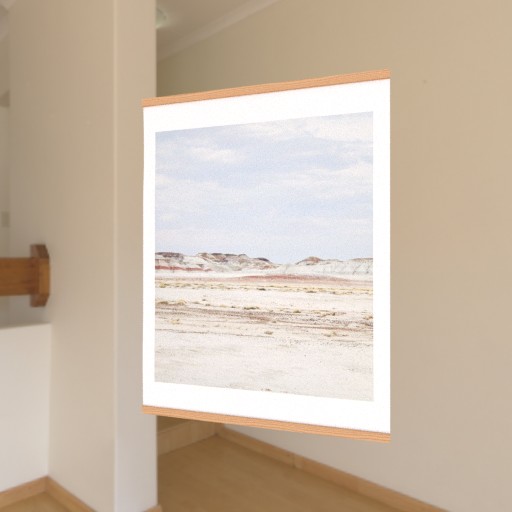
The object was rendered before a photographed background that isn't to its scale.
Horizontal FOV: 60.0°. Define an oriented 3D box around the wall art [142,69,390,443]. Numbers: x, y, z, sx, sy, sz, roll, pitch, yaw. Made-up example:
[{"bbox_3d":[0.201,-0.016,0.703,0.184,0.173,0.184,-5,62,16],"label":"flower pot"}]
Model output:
[{"bbox_3d":[0.000,0.000,0.791,0.458,0.605,0.011,0,0,18],"label":"wall art"}]
